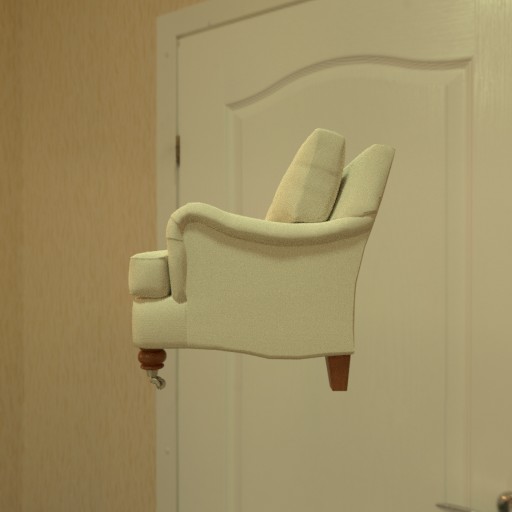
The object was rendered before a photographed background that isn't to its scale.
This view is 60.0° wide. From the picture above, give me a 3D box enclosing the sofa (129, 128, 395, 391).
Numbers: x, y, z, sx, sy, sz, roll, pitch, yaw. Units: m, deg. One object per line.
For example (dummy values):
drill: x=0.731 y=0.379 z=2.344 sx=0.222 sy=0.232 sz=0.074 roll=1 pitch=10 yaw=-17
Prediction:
sofa: x=0.000 y=0.000 z=2.791 sx=1.086 sy=1.087 sz=2.159 roll=0 pitch=0 yaw=-1
